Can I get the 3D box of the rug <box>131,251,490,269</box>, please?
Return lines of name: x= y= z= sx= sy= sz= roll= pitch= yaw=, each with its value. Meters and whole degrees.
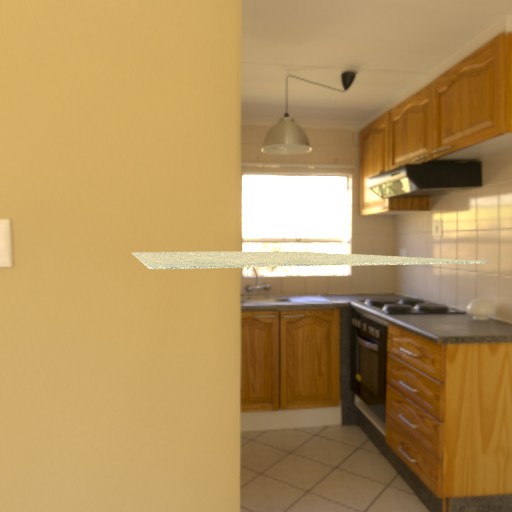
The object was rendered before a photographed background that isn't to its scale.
rug: x=0.000 y=0.000 z=2.193 sx=1.142 sy=0.006 sz=1.752 roll=-1 pitch=2 yaw=-17
